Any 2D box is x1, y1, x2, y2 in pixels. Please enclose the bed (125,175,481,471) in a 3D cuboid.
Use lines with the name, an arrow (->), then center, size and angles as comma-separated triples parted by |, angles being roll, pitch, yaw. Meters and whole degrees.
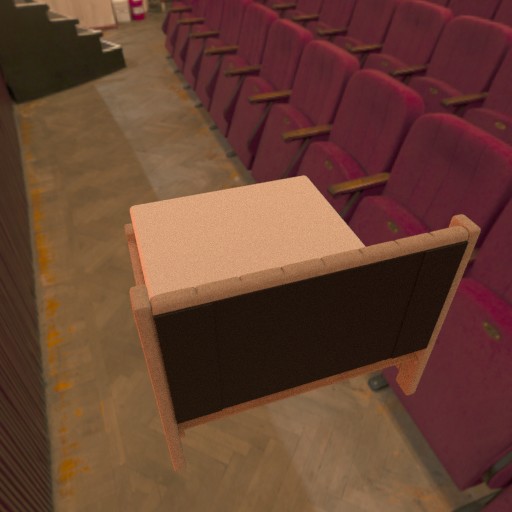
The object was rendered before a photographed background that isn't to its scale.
bed -> 0.000, 0.000, 3.769 | 2.045, 1.743, 2.370 | -12, 42, -14
